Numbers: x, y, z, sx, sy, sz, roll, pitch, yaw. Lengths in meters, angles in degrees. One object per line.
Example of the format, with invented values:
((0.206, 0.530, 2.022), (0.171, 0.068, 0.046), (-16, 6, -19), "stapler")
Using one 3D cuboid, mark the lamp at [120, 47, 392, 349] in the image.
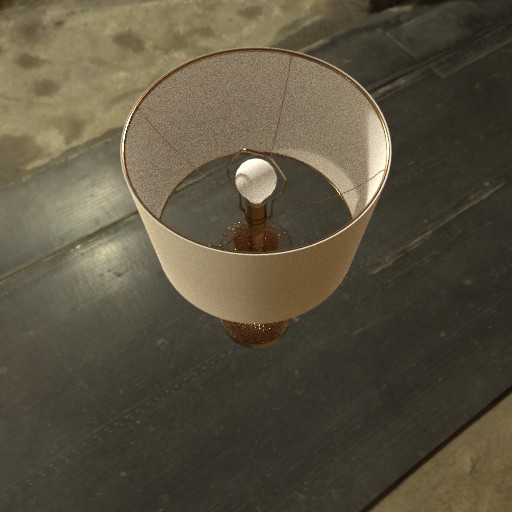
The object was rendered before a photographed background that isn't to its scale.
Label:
((0.000, 0.000, 0.629), (0.252, 0.483, 0.252), (16, 64, 8), "lamp")
